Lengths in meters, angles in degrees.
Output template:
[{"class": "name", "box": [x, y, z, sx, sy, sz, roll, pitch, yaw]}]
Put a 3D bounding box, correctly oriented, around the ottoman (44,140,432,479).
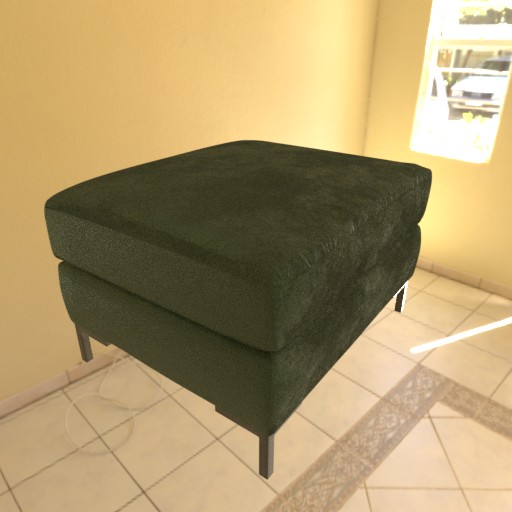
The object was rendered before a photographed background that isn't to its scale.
[{"class": "ottoman", "box": [0.000, 0.000, 1.271, 0.701, 0.538, 0.839, 18, 32, 32]}]
